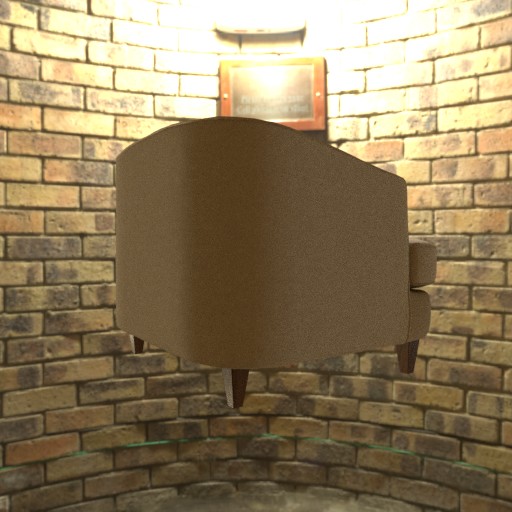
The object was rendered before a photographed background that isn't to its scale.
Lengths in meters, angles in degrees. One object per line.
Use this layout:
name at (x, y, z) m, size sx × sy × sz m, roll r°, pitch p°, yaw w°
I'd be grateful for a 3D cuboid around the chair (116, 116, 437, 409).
chair at (0.000, 0.000, 1.806) m, size 0.941 × 0.852 × 1.104 m, roll -1°, pitch 2°, yaw -36°
